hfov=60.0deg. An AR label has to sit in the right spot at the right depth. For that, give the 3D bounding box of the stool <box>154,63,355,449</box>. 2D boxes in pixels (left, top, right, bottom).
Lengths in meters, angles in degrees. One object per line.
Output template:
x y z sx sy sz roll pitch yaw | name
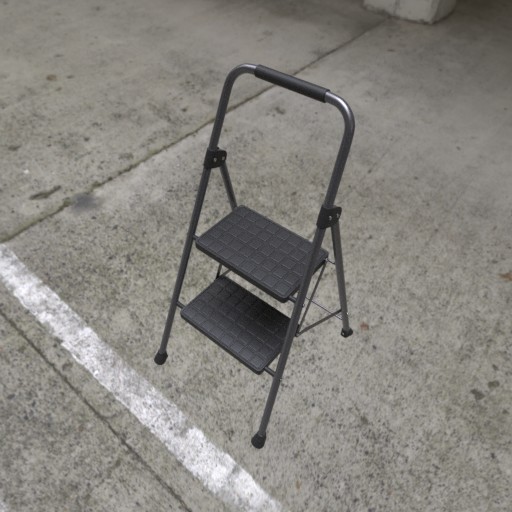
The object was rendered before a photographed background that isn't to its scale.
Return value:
0.000 0.000 1.150 0.450 0.872 0.514 31 54 26 | stool
